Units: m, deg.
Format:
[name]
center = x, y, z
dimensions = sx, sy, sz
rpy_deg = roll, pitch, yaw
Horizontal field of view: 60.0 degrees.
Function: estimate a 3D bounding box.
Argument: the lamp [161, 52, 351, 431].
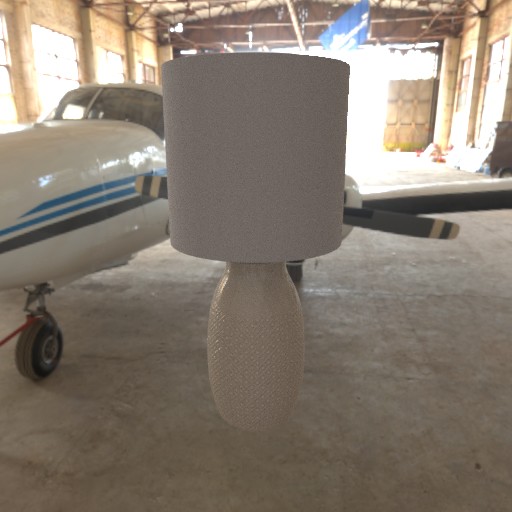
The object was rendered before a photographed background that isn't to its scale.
[lamp]
center = 0.000, 0.000, 0.576
dimensions = 0.217, 0.453, 0.217
rpy_deg = -15, 21, -43
